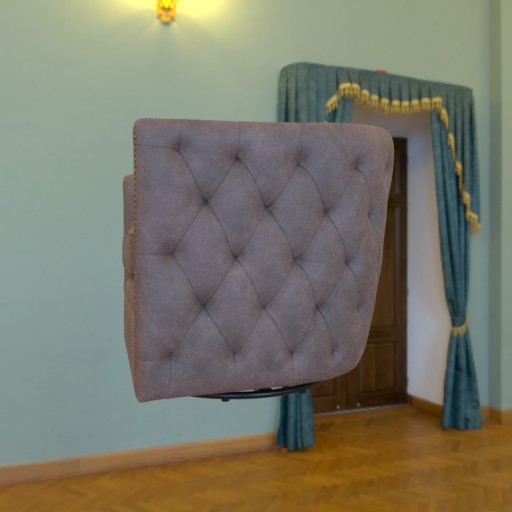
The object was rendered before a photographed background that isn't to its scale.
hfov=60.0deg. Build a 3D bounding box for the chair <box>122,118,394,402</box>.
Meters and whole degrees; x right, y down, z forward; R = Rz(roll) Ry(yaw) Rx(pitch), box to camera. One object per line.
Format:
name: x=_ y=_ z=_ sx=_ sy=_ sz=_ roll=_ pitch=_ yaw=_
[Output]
chair: x=0.000 y=0.000 z=1.531 sx=0.870 sy=0.790 sz=0.850 roll=0 pitch=0 yaw=-18
